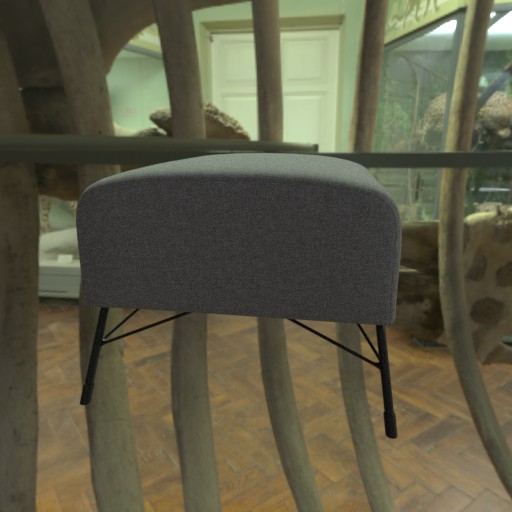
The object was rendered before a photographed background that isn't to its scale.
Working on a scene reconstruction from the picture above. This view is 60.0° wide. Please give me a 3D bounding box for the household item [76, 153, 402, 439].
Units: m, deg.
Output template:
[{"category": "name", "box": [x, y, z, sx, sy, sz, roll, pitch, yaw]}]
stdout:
[{"category": "household item", "box": [0.000, 0.000, 0.914, 0.530, 0.410, 0.530, 3, 16, 9]}]
